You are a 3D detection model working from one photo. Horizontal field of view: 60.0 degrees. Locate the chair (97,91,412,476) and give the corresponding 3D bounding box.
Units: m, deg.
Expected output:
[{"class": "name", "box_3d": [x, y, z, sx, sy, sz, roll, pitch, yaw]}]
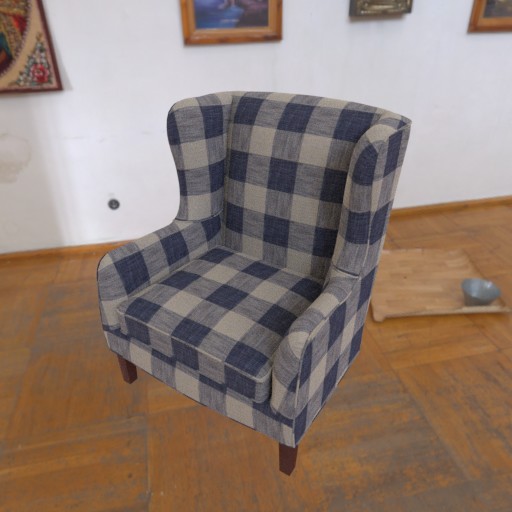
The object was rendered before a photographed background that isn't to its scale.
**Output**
[{"class": "chair", "box_3d": [0.000, 0.000, 1.667, 0.830, 1.041, 0.889, 18, 35, 28]}]
